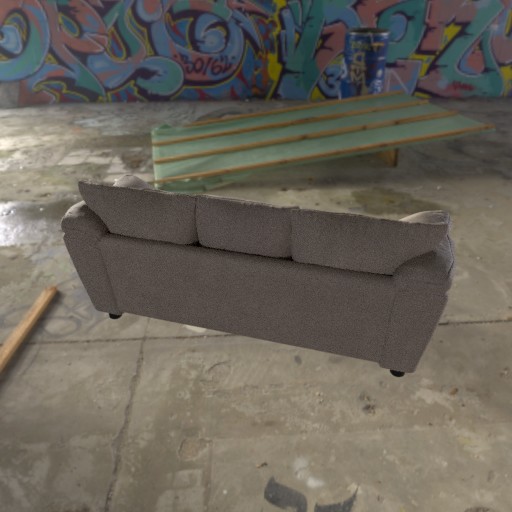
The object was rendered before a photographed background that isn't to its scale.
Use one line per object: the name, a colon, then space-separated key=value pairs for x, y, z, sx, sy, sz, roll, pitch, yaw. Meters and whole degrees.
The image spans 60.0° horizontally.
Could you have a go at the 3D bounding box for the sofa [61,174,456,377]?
sofa: x=0.000 y=0.000 z=2.895 sx=2.334 sy=0.996 sz=0.878 roll=9 pitch=32 yaw=14
